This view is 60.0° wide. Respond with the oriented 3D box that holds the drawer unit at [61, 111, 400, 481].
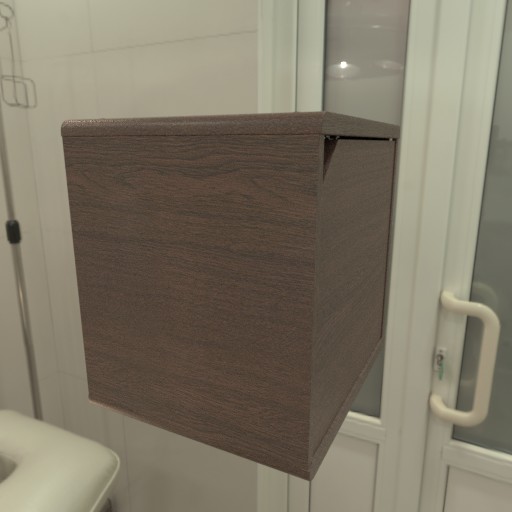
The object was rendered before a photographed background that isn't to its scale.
[{"bbox_3d":[0.000,0.000,0.593,0.290,0.344,0.344,7,16,26],"label":"drawer unit"}]
